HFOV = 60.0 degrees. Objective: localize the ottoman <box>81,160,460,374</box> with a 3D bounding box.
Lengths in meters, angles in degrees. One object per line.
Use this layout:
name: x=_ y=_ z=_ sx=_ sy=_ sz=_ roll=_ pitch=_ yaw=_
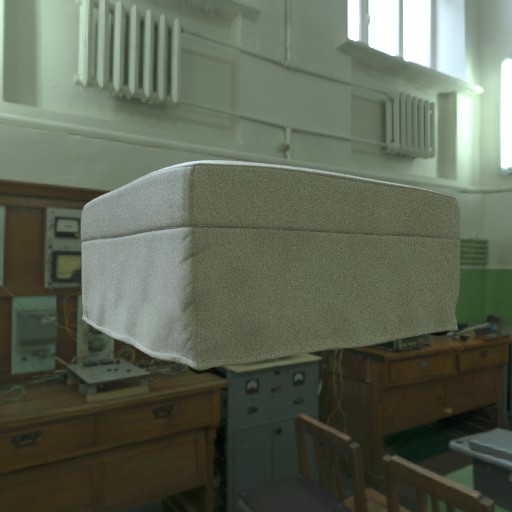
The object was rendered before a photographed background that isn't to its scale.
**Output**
ottoman: x=0.000 y=0.000 z=1.328 sx=0.843 sy=0.441 sz=0.842 roll=0 pitch=-1 yaw=-34
